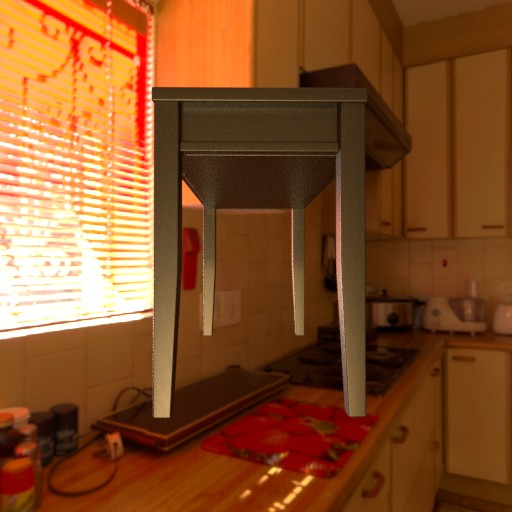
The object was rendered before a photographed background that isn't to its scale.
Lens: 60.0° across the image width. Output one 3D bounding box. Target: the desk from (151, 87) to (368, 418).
[{"bbox_3d":[0.000,0.000,1.641,0.508,0.775,1.220,0,-1,-1],"label":"desk"}]
